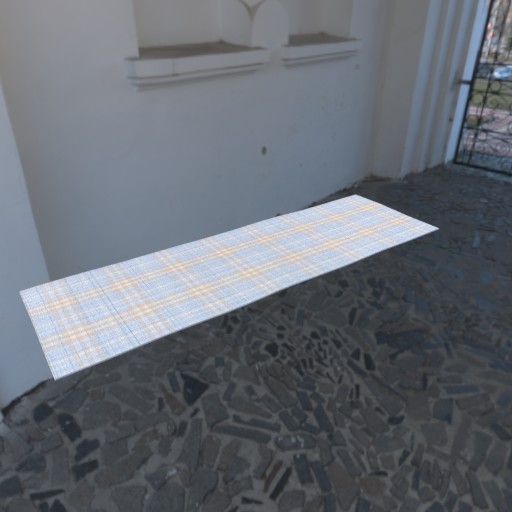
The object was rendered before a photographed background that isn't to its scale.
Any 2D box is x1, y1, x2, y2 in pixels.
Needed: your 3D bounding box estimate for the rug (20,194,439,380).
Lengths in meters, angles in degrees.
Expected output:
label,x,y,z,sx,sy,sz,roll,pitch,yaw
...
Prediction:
label,x,y,z,sx,sy,sz,roll,pitch,yaw
rug,0.000,0.000,2.618,2.439,0.013,0.762,-18,34,-30
